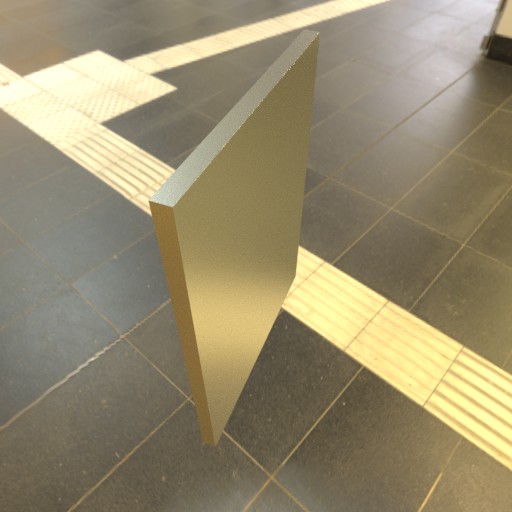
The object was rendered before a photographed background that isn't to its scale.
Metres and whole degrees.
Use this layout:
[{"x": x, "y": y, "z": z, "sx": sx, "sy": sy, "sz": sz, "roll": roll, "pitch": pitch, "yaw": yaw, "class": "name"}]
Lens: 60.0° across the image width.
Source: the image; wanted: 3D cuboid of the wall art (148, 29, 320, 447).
[{"x": 0.000, "y": 0.000, "z": 0.744, "sx": 0.025, "sy": 0.569, "sz": 0.444, "roll": 17, "pitch": 49, "yaw": 15, "class": "wall art"}]
